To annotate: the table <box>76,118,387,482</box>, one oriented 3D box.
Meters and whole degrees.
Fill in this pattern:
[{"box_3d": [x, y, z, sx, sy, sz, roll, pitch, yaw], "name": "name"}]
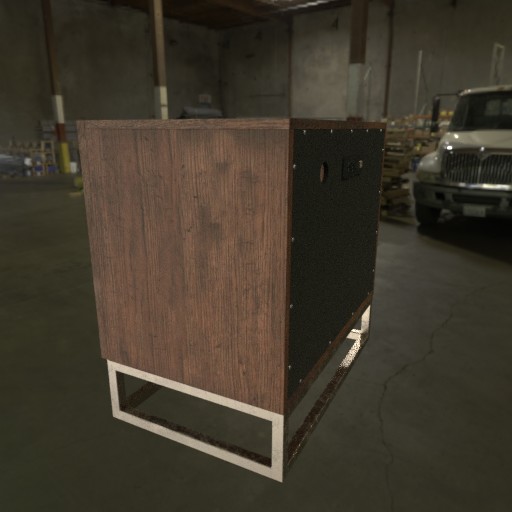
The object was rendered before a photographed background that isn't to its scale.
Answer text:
[{"box_3d": [0.000, 0.000, 1.283, 0.542, 0.746, 0.767, 8, 18, 26], "name": "table"}]
